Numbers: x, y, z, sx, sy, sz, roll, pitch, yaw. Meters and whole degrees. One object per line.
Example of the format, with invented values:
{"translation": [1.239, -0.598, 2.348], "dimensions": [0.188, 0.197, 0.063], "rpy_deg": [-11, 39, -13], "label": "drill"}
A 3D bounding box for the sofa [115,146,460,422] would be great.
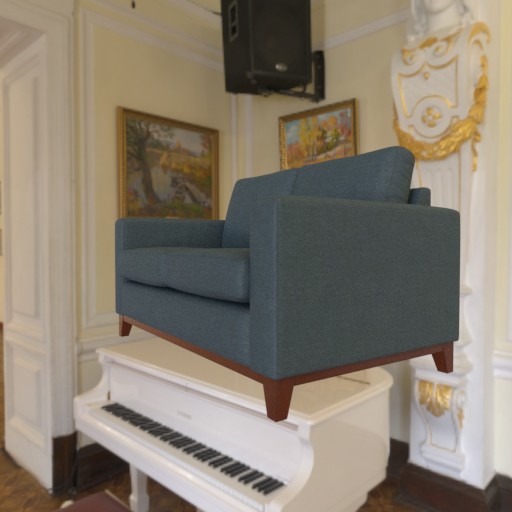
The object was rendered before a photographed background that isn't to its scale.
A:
{"translation": [0.000, 0.000, 2.088], "dimensions": [0.955, 0.903, 1.489], "rpy_deg": [-1, 2, -34], "label": "sofa"}
